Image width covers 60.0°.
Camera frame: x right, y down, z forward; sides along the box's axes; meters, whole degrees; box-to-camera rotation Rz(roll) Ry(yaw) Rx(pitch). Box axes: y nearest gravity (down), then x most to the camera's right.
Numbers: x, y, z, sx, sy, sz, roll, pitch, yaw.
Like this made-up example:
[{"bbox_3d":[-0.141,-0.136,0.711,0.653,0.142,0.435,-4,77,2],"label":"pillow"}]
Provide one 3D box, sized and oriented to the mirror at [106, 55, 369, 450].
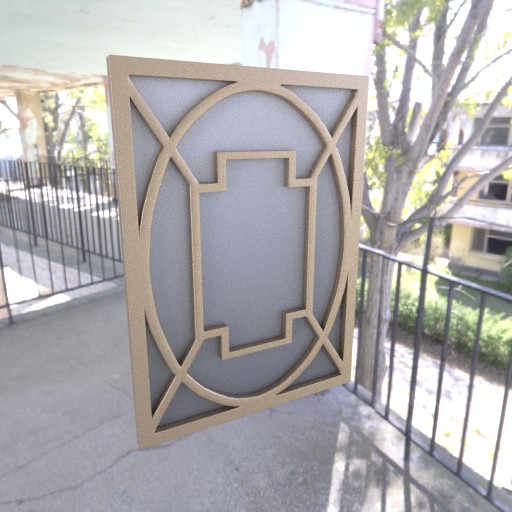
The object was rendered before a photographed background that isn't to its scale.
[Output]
[{"bbox_3d":[0.000,0.000,1.297,0.756,1.023,0.032,-8,17,-27],"label":"mirror"}]
